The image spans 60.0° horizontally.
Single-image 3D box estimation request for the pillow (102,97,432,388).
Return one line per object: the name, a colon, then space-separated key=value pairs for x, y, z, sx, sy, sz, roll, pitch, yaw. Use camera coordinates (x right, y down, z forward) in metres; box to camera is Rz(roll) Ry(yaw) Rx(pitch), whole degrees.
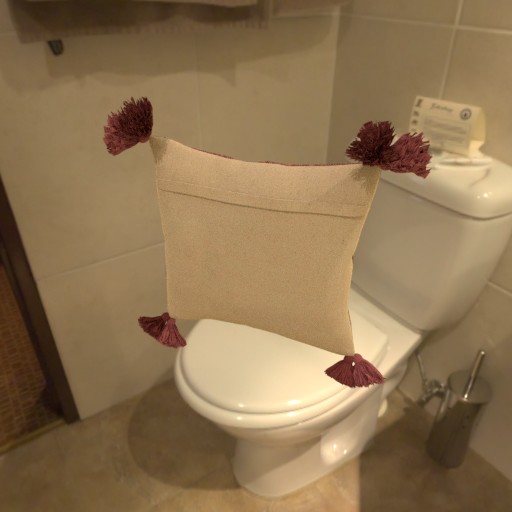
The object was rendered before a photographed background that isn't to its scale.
pillow: x=0.000 y=0.000 z=0.973 sx=0.641 sy=0.659 sz=0.138 roll=11 pitch=34 yaw=16
